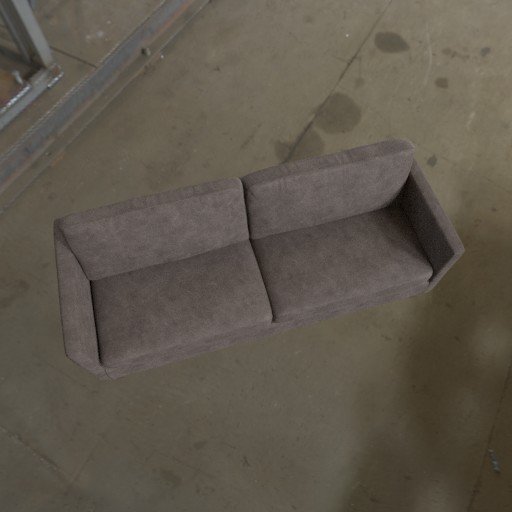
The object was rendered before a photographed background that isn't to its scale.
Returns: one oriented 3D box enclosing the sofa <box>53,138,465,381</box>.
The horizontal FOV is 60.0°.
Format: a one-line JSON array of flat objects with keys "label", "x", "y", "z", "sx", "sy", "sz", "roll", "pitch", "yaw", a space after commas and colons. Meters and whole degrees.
[{"label": "sofa", "x": 0.000, "y": 0.000, "z": 2.983, "sx": 2.434, "sy": 0.965, "sz": 0.951, "roll": -14, "pitch": 64, "yaw": -7}]
